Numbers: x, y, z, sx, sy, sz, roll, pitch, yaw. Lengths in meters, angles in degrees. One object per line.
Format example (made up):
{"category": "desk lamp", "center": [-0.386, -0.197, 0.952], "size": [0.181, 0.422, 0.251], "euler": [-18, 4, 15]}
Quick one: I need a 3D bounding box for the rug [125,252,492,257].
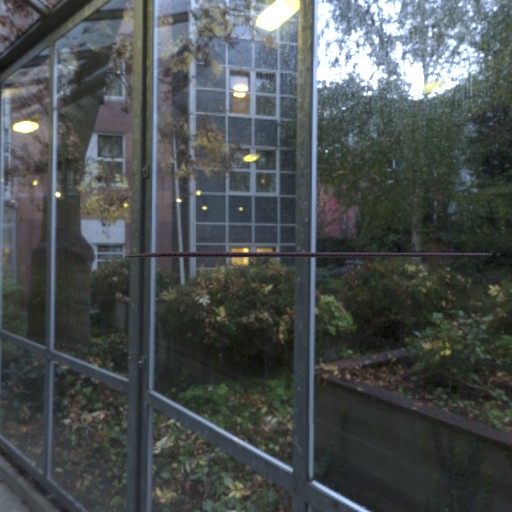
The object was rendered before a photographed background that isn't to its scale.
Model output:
{"category": "rug", "center": [0.000, 0.000, 5.764], "size": [3.033, 0.033, 4.578], "euler": [0, 0, -19]}
